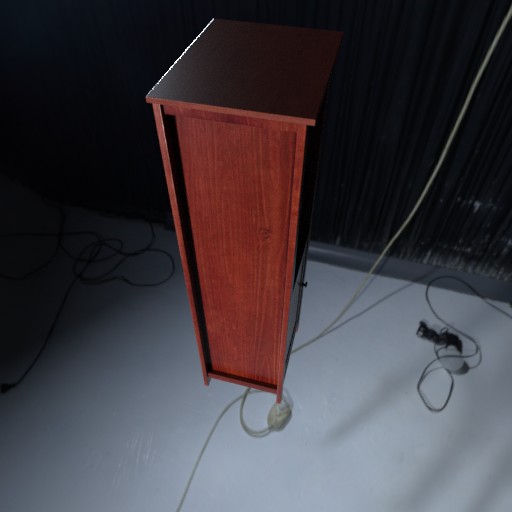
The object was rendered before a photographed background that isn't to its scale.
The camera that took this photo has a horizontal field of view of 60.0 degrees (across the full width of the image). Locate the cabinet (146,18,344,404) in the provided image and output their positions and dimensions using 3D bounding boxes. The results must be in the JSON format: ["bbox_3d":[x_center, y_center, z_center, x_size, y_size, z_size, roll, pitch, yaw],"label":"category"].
[{"bbox_3d":[0.000,0.000,1.721,0.401,1.518,0.500,11,49,10],"label":"cabinet"}]
